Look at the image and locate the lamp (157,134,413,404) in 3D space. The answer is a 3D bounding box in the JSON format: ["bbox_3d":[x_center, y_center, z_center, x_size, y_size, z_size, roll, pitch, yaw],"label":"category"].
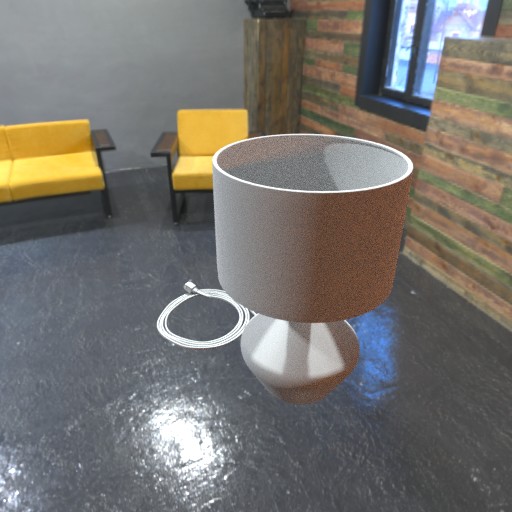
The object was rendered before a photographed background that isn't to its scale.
[{"bbox_3d":[0.000,0.000,0.883,0.401,0.457,0.546,-10,30,-17],"label":"lamp"}]
